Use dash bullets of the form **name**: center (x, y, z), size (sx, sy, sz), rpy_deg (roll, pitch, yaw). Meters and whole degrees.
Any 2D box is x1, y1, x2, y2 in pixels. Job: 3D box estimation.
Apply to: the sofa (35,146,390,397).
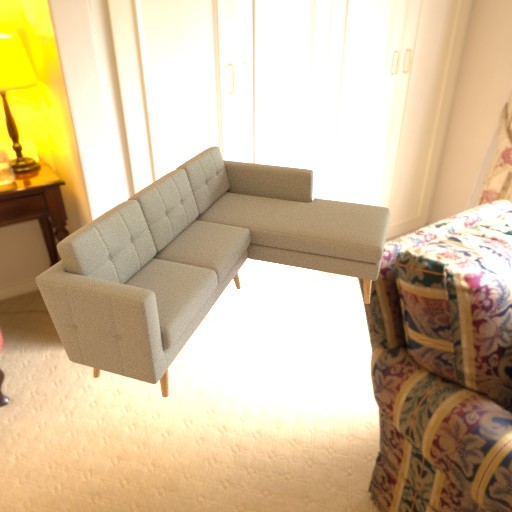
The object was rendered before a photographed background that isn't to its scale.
- **sofa**: center (0.000, 0.000, 2.841), size (1.530, 0.860, 2.040), rpy_deg (10, 31, 17)
